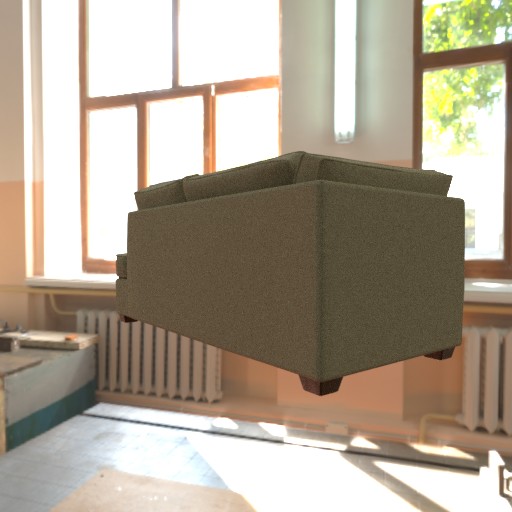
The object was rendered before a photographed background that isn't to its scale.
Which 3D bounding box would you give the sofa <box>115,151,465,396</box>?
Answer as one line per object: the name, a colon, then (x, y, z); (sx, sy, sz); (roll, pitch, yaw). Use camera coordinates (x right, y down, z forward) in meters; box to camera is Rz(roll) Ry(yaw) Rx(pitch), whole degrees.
sofa: (0.000, 0.000, 2.860); (1.110, 1.033, 2.237); (-1, 2, -37)
